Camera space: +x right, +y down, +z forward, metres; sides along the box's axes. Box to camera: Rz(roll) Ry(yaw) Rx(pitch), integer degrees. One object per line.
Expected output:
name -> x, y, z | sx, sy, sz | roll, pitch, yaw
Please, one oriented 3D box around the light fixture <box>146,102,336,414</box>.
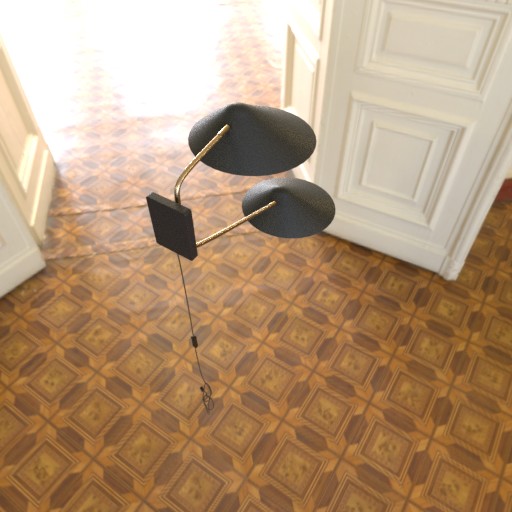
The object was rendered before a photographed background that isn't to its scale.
light fixture -> 0.000, 0.000, 0.850 | 0.189, 0.665, 0.422 | 26, 52, 22
